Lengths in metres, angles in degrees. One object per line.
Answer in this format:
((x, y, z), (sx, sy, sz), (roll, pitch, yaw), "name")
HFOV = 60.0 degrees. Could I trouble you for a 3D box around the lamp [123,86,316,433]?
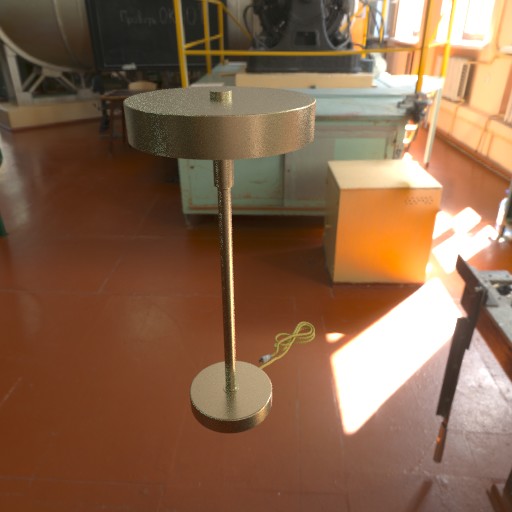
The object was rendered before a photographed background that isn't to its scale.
((0.000, 0.000, 0.700), (0.229, 0.508, 0.369), (19, 33, 32), "lamp")
